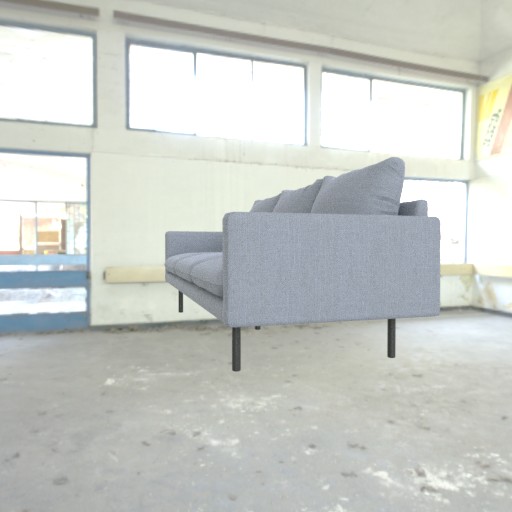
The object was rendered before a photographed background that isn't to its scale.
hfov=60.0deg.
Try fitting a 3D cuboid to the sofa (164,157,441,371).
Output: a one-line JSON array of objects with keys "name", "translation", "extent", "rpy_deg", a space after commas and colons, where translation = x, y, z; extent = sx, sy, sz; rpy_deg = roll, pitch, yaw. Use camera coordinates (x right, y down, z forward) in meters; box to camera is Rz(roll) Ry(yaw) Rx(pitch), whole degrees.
[{"name": "sofa", "translation": [0.000, 0.000, 2.493], "extent": [0.850, 0.830, 2.000], "rpy_deg": [0, 1, -17]}]
